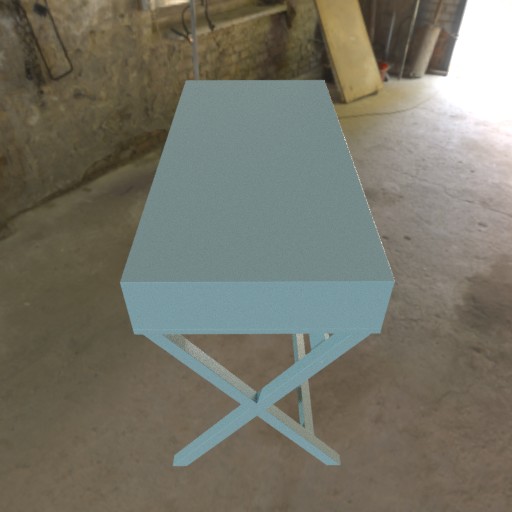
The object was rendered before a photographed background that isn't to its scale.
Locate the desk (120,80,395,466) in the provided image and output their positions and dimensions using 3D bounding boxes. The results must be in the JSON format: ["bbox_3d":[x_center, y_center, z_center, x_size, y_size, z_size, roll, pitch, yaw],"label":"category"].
[{"bbox_3d":[0.000,0.000,1.467,0.509,0.780,1.059,0,41,0],"label":"desk"}]
